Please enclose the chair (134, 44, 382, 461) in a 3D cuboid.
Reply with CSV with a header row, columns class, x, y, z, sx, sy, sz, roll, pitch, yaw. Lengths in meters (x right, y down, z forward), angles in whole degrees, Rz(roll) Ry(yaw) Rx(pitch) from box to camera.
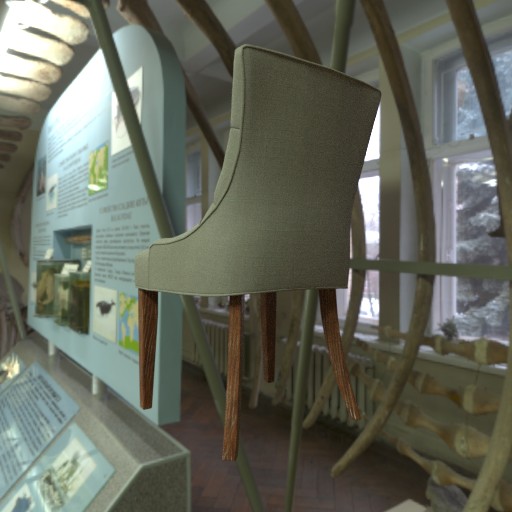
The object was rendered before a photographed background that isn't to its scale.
class,x,y,z,sx,sy,sz,roll,pitch,yaw
chair,0.000,0.000,1.221,0.509,0.874,0.565,0,0,-36
